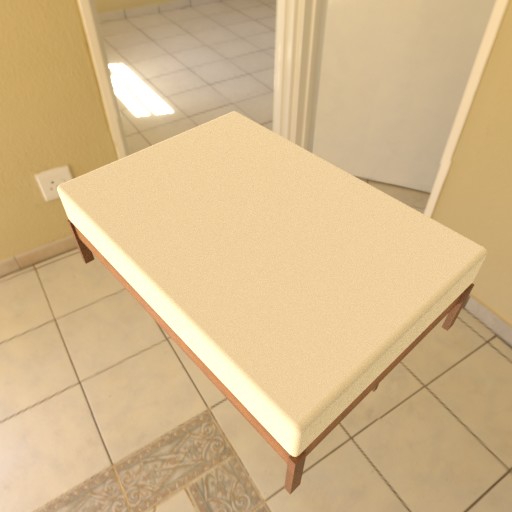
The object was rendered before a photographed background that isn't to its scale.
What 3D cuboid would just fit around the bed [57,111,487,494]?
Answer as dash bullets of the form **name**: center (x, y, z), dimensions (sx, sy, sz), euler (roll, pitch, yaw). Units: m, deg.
- **bed**: center (0.000, 0.000, 2.543), dimensions (1.348, 0.616, 1.927), euler (-33, 54, -28)
